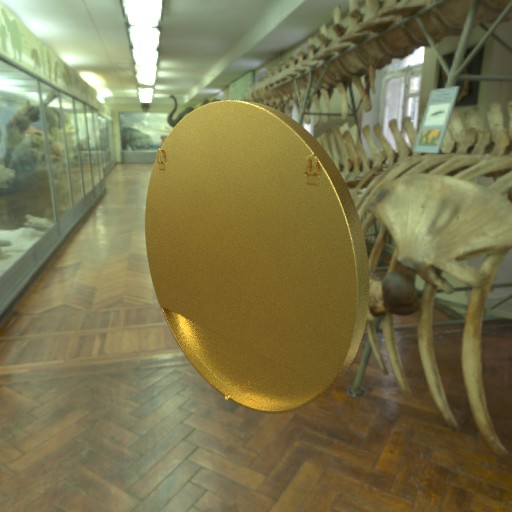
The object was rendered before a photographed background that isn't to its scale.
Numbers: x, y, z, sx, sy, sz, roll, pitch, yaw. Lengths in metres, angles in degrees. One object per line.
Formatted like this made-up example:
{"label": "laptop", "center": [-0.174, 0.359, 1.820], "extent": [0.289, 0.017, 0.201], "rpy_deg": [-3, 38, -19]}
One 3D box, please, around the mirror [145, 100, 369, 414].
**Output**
{"label": "mirror", "center": [0.000, 0.000, 0.699], "extent": [0.133, 0.457, 0.457], "rpy_deg": [-14, 21, -42]}
